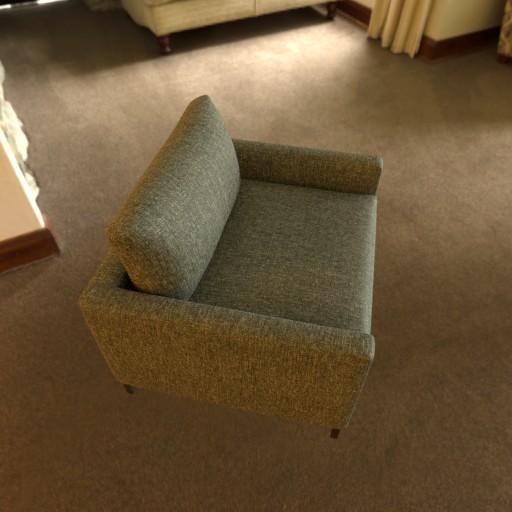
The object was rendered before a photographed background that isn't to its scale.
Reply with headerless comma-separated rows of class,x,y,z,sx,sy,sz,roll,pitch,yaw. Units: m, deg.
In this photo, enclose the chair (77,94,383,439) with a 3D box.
chair,0.000,0.000,1.655,0.866,0.861,0.963,9,48,8
